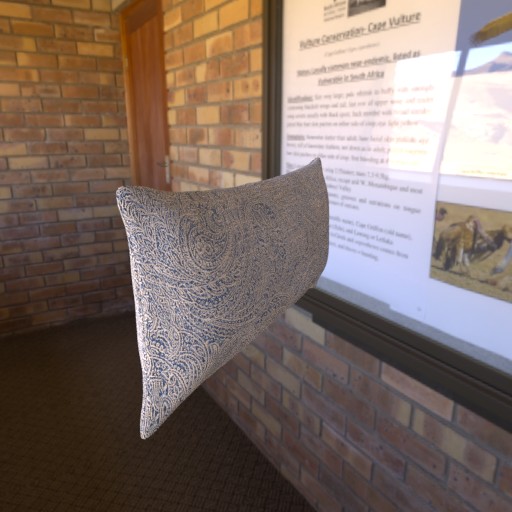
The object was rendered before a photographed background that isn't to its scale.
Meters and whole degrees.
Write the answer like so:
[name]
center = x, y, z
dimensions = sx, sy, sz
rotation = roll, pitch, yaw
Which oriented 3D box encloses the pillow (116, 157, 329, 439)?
[pillow]
center = 0.000, 0.000, 0.738
dimensions = 0.151, 0.295, 0.615
rotation = 8, 17, 25
